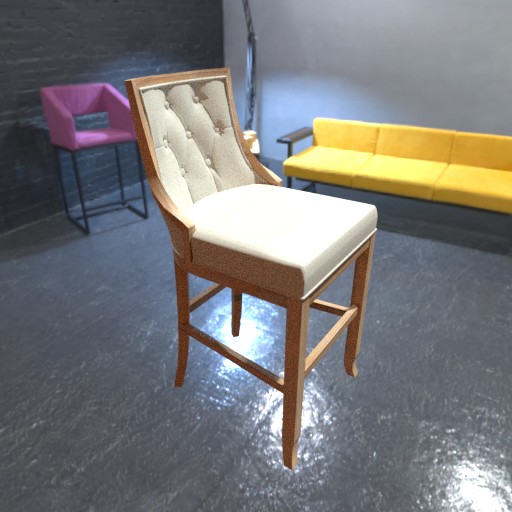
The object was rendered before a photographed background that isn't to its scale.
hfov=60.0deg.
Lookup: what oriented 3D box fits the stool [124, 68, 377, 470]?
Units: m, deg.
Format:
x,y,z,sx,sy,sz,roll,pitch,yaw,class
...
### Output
x,y,z,sx,sy,sz,roll,pitch,yaw,class
0.000,0.000,1.470,0.626,1.101,0.524,17,32,30,stool
